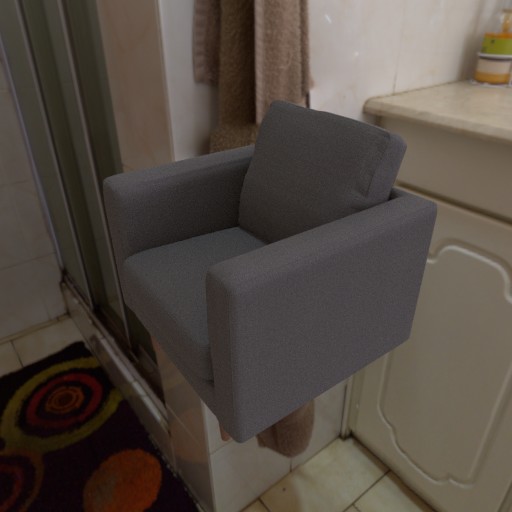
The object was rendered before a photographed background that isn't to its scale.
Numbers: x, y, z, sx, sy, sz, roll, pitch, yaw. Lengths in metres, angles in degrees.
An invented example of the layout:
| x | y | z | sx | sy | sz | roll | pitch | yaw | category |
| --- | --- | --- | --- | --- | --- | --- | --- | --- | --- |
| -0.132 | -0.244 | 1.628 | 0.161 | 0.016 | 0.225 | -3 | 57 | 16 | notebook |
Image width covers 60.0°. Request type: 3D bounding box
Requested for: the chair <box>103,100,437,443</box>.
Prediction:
| x | y | z | sx | sy | sz | roll | pitch | yaw | category |
| --- | --- | --- | --- | --- | --- | --- | --- | --- | --- |
| 0.000 | 0.000 | 1.565 | 0.800 | 0.927 | 0.854 | -20 | 36 | -30 | chair |
